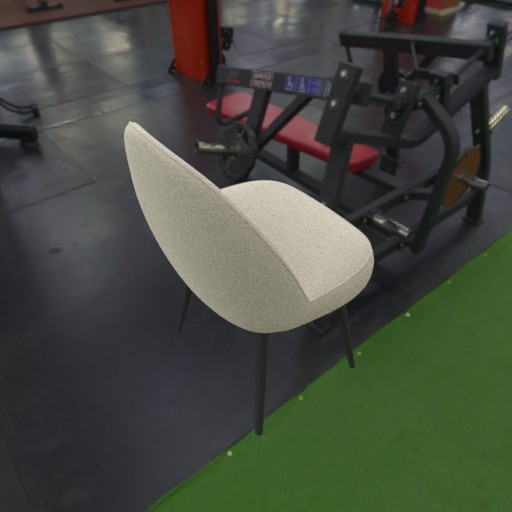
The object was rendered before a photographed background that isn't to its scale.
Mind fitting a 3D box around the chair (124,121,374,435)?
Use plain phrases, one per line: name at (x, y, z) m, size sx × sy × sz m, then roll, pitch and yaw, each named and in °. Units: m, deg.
chair at (0.000, 0.000, 1.191) m, size 0.540 × 0.838 × 0.532 m, roll -26°, pitch 47°, yaw -27°
